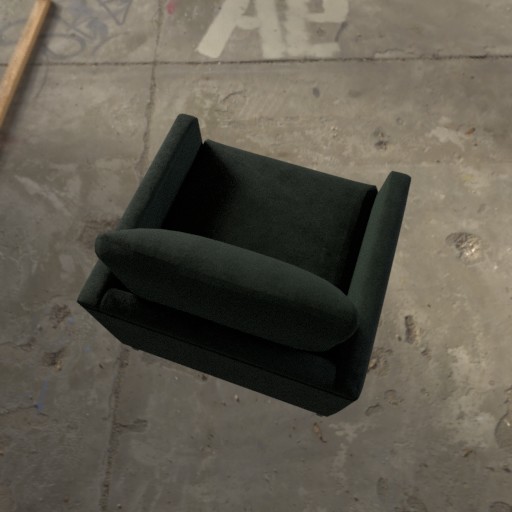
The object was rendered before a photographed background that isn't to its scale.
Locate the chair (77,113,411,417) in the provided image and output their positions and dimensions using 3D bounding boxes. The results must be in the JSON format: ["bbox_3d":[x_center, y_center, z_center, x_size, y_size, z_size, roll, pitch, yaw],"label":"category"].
[{"bbox_3d":[0.000,0.000,1.698,0.963,0.861,0.866,17,66,8],"label":"chair"}]
